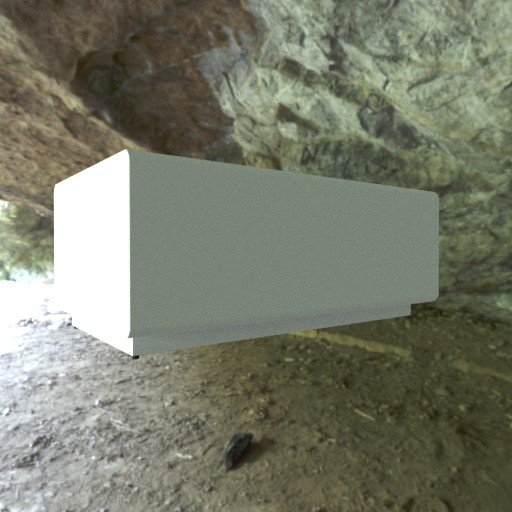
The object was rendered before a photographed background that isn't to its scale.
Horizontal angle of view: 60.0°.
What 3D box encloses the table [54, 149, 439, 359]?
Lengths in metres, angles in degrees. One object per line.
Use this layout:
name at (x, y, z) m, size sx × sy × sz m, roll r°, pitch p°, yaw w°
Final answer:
table at (0.000, 0.000, 1.455) m, size 1.097 × 0.442 × 0.639 m, roll -1°, pitch 1°, yaw -37°
